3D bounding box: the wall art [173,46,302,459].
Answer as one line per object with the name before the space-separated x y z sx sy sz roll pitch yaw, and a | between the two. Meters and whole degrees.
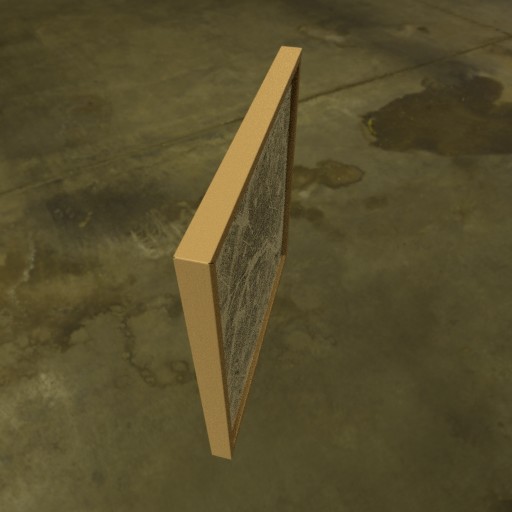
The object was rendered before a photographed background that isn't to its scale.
wall art | 0.000 0.000 0.766 0.036 0.509 0.509 10 47 9
